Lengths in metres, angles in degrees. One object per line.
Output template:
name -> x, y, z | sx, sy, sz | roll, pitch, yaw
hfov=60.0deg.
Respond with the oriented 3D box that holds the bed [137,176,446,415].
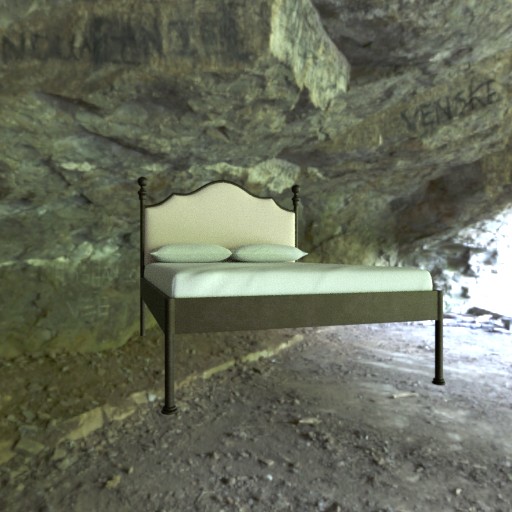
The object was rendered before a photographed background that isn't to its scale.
bed -> 0.000, 0.000, 3.366 | 1.642, 1.499, 2.224 | 0, 0, -18
